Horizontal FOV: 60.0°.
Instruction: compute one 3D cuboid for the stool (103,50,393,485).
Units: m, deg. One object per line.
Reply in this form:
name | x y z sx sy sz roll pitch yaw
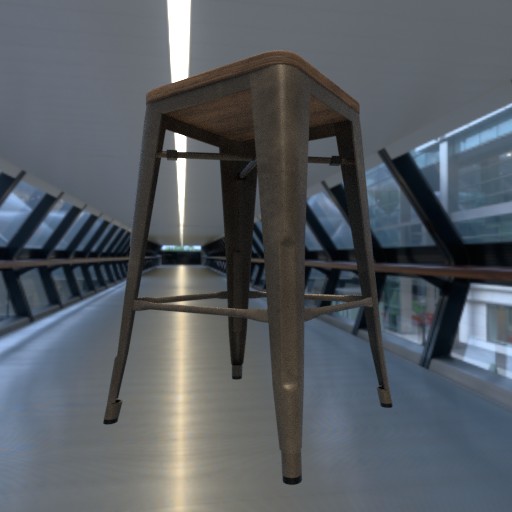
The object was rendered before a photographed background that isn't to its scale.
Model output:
stool | 0.000 0.000 0.861 0.407 0.607 0.407 -1 -1 35
